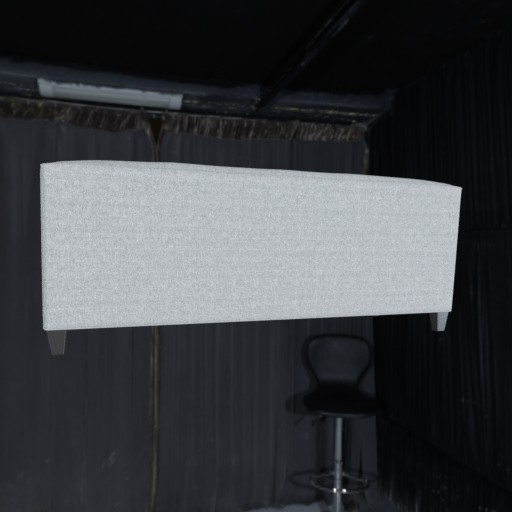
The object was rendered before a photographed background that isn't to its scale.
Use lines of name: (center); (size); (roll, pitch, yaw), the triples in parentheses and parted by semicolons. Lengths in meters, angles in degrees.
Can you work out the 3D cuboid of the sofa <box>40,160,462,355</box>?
sofa: (0.000, 0.000, 2.667); (2.235, 0.901, 0.914); (0, 0, -18)
